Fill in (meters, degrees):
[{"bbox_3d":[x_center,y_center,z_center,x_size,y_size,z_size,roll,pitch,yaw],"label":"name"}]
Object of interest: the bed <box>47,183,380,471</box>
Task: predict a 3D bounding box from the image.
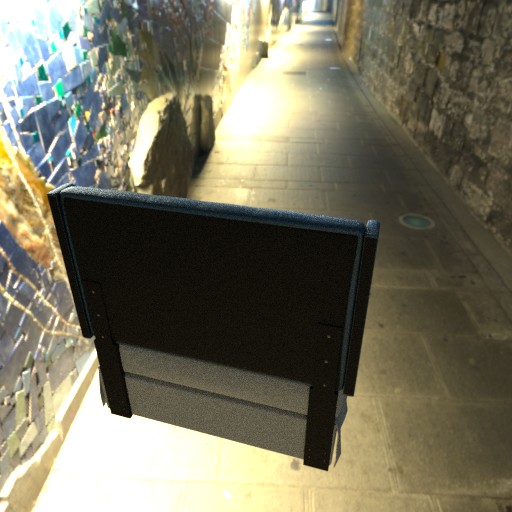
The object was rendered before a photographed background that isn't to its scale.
[{"bbox_3d":[0.000,0.000,3.372,1.719,1.665,2.078,9,31,14],"label":"bed"}]
